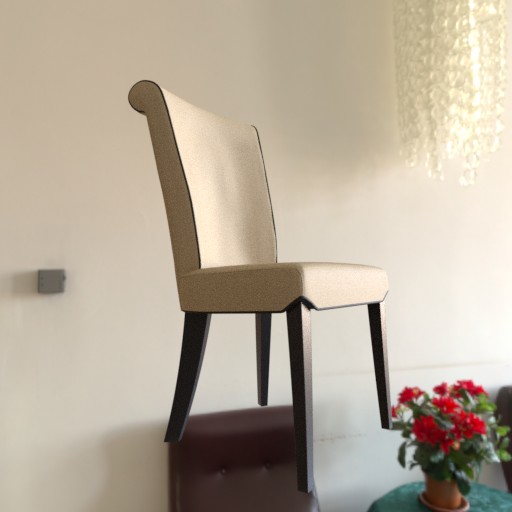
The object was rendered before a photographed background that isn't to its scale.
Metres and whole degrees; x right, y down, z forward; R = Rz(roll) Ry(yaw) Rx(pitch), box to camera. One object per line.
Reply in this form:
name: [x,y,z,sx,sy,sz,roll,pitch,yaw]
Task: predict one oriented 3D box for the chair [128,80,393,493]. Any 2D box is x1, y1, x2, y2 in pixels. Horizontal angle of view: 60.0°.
chair: [0.000,0.000,1.295,0.623,0.997,0.522,-2,-3,37]
